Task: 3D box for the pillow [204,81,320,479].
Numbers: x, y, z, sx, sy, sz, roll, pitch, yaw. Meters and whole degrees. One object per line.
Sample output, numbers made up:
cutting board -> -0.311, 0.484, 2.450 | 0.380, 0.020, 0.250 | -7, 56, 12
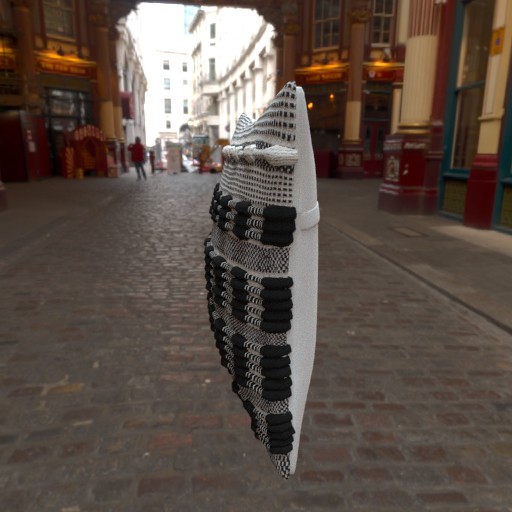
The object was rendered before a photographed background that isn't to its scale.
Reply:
pillow -> 0.000, 0.000, 0.665 | 0.156, 0.438, 0.436 | -2, 14, -8
